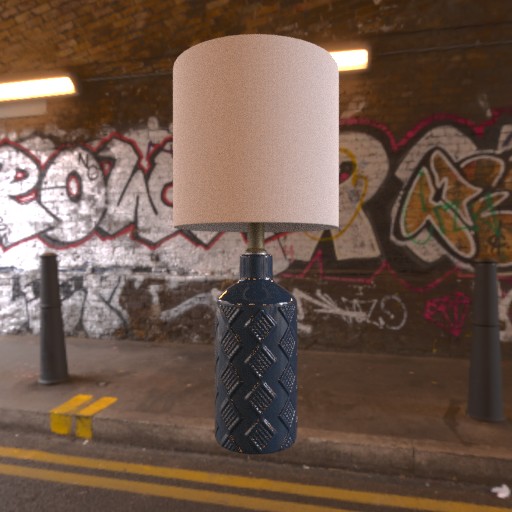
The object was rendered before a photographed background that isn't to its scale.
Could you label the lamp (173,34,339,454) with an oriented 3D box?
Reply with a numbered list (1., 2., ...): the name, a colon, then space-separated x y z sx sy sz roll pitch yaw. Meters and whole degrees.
1. lamp: 0.000 0.000 0.563 0.207 0.461 0.207 0 0 -38
